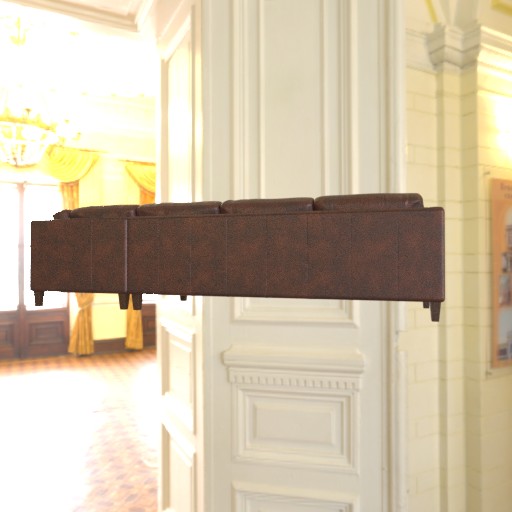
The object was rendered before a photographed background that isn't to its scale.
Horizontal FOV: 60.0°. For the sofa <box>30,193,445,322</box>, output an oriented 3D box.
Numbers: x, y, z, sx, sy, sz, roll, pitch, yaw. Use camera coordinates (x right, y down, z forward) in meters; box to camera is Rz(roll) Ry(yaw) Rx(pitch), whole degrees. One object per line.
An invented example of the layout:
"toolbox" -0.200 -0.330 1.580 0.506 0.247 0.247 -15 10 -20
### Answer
"sofa" 0.000 0.000 4.307 3.152 0.836 2.438 0 0 17
